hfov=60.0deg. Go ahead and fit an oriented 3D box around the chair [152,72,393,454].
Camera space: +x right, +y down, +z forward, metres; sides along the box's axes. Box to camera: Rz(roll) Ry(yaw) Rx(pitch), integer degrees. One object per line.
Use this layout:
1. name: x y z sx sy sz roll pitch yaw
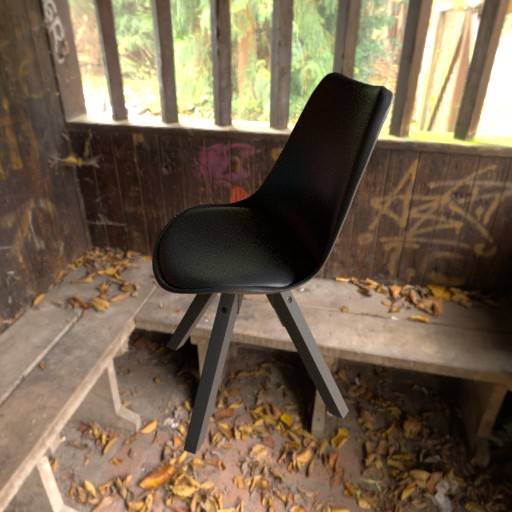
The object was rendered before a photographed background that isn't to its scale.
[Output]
1. chair: 0.000 0.000 1.157 0.530 0.850 0.485 -8 31 -14
